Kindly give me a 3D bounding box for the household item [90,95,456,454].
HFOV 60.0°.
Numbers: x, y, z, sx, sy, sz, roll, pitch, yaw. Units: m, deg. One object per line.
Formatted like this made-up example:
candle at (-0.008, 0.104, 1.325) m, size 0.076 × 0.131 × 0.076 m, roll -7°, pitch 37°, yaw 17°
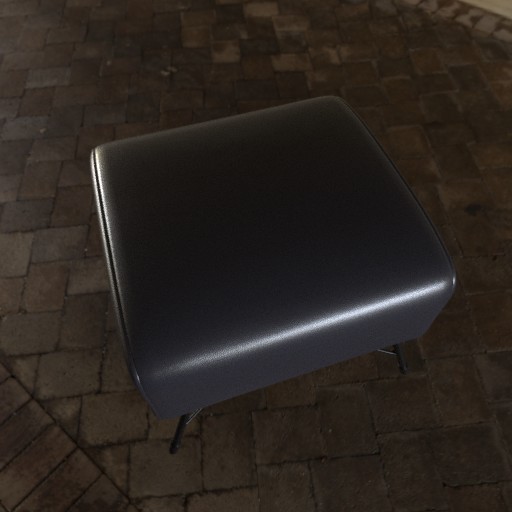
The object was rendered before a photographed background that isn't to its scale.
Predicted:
household item at (0.000, 0.000, 0.883) m, size 0.530 × 0.410 × 0.530 m, roll -15°, pitch 58°, yaw -10°
